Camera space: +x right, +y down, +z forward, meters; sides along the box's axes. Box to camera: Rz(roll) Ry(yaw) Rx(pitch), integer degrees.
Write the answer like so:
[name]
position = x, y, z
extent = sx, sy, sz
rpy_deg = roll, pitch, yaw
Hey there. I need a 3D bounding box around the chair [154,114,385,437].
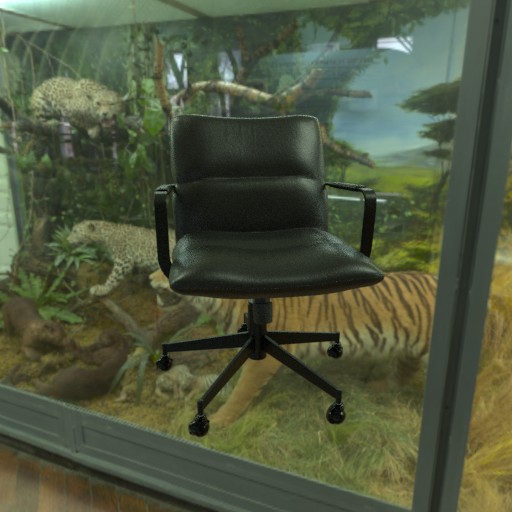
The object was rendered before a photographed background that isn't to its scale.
[chair]
position = 0.000, 0.000, 1.474
extent = 0.719, 0.922, 0.748
rpy_deg = -2, 16, -8
